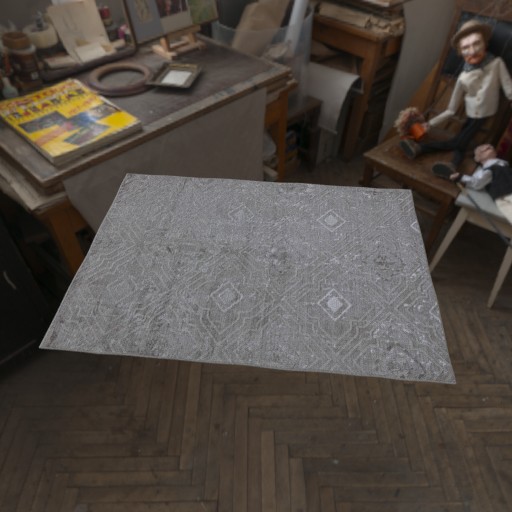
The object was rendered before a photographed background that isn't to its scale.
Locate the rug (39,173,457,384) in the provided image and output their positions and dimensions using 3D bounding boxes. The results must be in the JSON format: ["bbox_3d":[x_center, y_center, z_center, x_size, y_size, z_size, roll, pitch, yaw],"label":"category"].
[{"bbox_3d":[0.000,0.000,4.373,3.359,0.020,2.448,4,46,4],"label":"rug"}]
